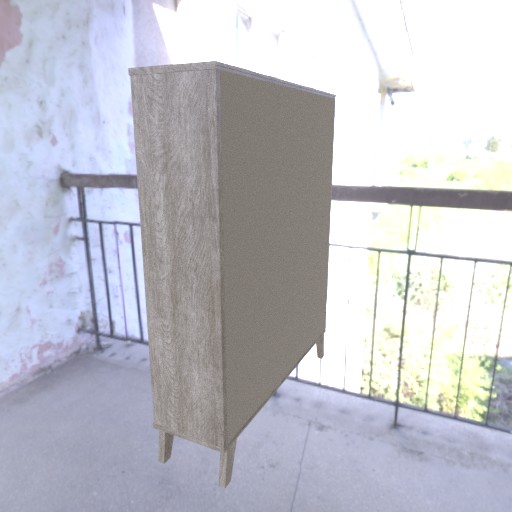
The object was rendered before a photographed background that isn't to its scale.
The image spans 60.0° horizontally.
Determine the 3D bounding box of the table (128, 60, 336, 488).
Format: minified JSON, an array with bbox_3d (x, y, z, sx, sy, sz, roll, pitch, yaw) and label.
[{"bbox_3d":[0.000,0.000,1.565,0.256,1.135,0.902,7,17,26],"label":"table"}]
